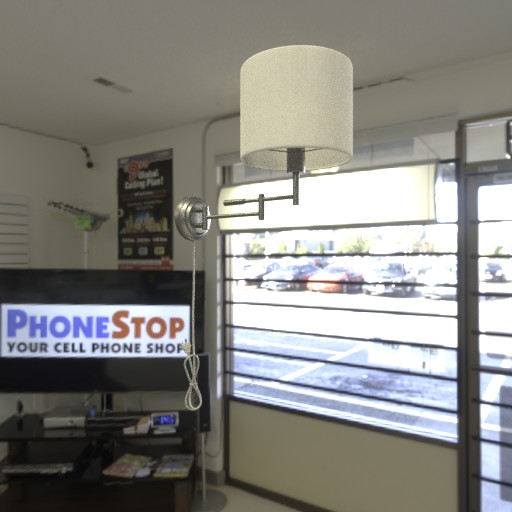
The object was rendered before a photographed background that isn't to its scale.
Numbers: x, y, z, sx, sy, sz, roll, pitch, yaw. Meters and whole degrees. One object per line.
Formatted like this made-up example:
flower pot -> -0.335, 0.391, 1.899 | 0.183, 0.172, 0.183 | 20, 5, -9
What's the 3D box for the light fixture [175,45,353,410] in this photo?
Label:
light fixture -> 0.000, 0.000, 1.076 | 0.479, 0.842, 0.253 | 0, 0, 36
